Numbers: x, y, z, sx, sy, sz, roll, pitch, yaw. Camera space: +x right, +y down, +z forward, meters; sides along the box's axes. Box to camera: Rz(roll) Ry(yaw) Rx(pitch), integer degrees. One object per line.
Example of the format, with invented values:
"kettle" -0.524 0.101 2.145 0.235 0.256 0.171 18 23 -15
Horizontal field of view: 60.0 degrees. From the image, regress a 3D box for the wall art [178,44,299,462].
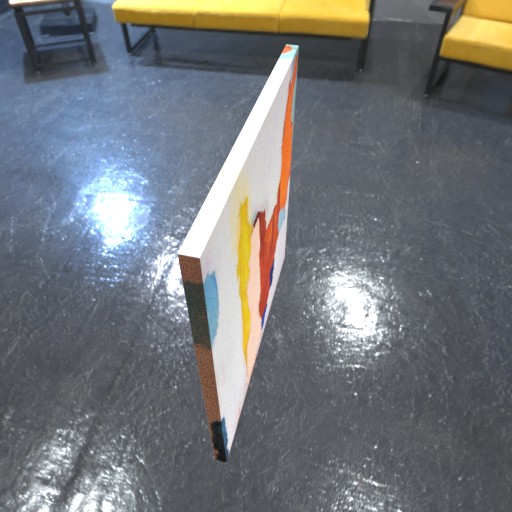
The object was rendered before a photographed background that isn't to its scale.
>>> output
"wall art" 0.000 0.000 1.507 0.044 1.017 1.017 10 47 10
